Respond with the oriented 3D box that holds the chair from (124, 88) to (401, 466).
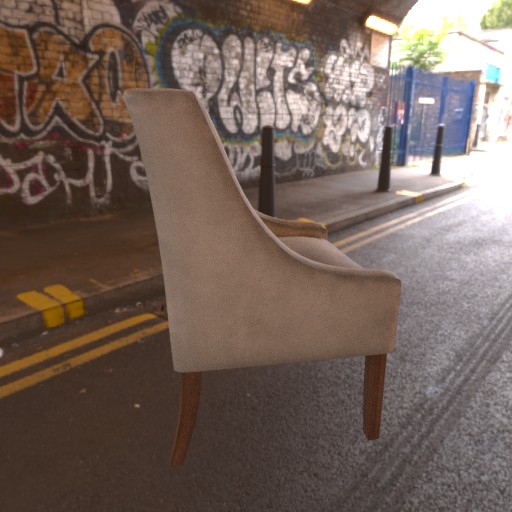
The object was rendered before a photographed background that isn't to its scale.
[{"bbox_3d":[0.000,0.000,1.308,0.629,0.895,0.629,-3,17,-10],"label":"chair"}]
